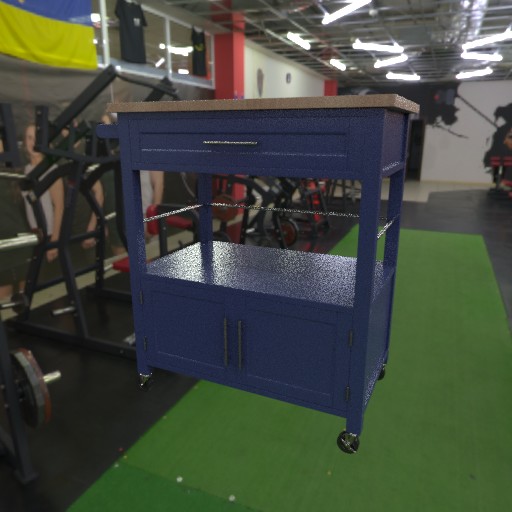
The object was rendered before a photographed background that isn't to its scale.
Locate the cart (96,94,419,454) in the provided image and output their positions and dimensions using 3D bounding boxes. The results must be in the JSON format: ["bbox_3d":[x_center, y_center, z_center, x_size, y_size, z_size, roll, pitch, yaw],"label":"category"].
[{"bbox_3d":[0.000,0.000,1.390,0.840,0.901,0.459,7,17,24],"label":"cart"}]
